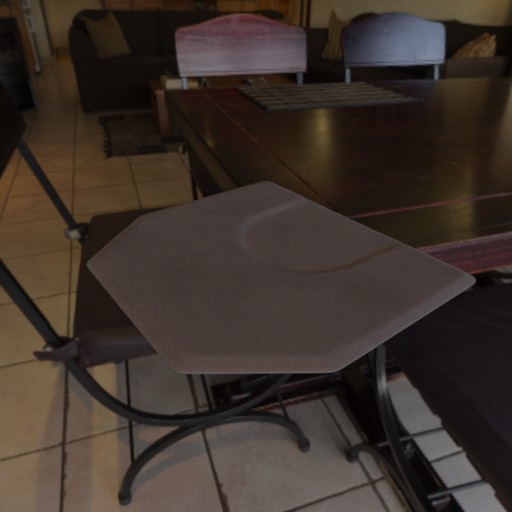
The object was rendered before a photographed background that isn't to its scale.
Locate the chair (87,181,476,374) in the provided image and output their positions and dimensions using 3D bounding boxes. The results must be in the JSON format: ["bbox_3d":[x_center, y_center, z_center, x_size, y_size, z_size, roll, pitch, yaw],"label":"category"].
[{"bbox_3d":[0.000,0.000,1.917,1.219,0.024,1.372,-21,37,-31],"label":"chair"}]
